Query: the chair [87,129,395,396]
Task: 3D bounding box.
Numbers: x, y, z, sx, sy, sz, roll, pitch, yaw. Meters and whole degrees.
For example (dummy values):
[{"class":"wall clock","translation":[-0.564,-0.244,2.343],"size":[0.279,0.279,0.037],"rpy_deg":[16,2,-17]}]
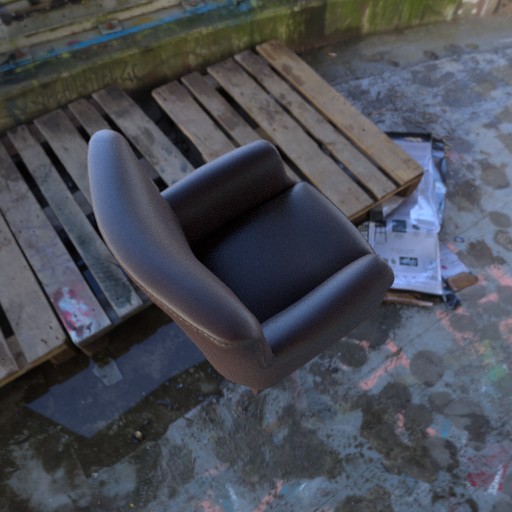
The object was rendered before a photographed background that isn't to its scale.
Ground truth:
[{"class":"chair","translation":[0.000,0.000,1.358],"size":[0.746,0.800,0.700],"rpy_deg":[-30,63,-17]}]
